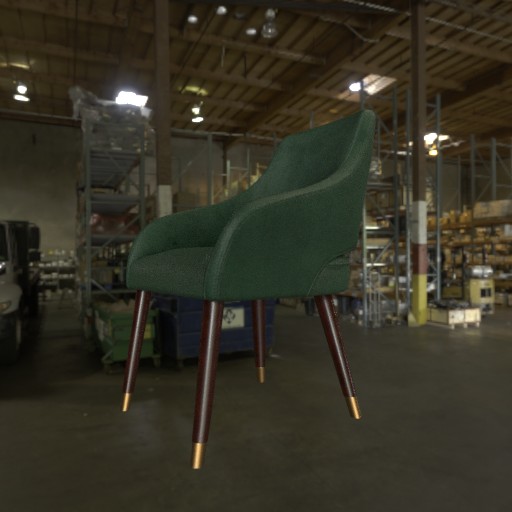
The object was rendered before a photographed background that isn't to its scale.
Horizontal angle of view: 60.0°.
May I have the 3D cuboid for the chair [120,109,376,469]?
[{"bbox_3d":[0.000,0.000,1.575,0.794,1.081,0.683,0,0,-36],"label":"chair"}]
